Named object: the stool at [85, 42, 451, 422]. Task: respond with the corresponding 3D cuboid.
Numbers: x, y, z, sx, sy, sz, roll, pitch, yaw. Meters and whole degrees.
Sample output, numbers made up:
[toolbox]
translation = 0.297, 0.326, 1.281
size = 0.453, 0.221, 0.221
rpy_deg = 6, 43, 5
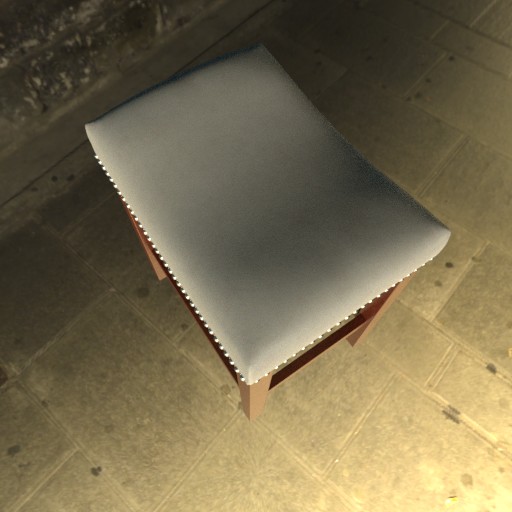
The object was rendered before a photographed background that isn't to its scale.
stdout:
[stool]
translation = 0.000, 0.000, 0.950
size = 0.375, 0.632, 0.509
rpy_deg = -32, 68, -15
